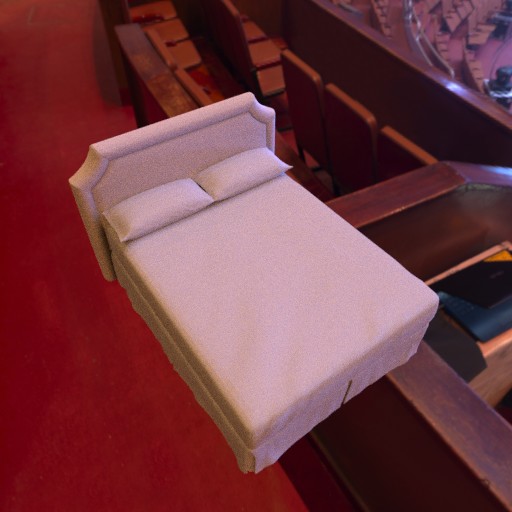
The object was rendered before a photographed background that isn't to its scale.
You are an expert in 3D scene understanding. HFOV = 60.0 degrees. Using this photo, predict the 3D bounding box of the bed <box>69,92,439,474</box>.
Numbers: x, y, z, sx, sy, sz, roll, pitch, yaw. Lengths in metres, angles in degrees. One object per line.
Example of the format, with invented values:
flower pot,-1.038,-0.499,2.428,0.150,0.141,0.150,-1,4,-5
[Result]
bed,0.000,0.000,3.267,1.828,1.297,2.164,-27,52,-23
